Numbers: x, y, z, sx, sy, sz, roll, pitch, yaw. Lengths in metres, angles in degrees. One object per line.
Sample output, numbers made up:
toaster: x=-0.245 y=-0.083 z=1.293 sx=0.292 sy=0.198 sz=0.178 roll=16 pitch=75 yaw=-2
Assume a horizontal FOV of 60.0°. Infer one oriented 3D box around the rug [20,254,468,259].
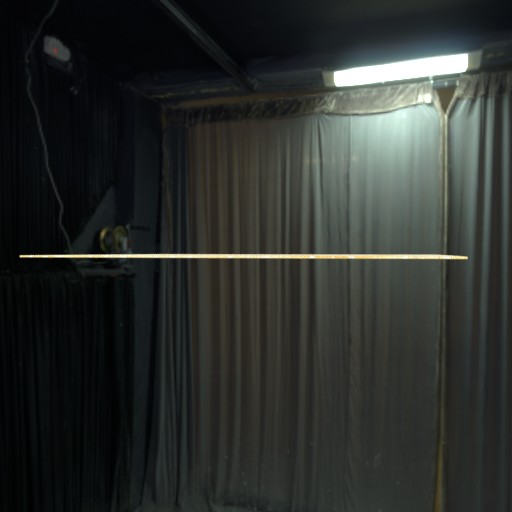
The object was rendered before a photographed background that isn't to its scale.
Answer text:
rug: x=0.000 y=0.000 z=2.277 sx=1.829 sy=0.010 sz=1.213 roll=0 pitch=1 yaw=18
